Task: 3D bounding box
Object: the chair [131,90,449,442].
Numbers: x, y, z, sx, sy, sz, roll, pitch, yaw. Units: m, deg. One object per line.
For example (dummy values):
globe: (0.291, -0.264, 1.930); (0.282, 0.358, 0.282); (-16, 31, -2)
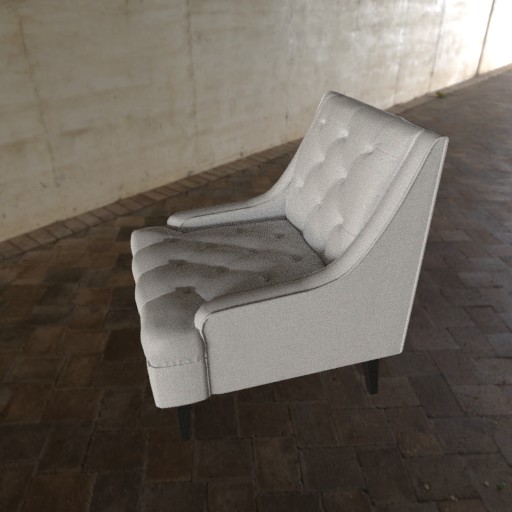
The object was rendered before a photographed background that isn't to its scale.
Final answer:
chair: (0.000, 0.000, 1.421); (0.772, 0.891, 0.658); (-9, 31, -14)
